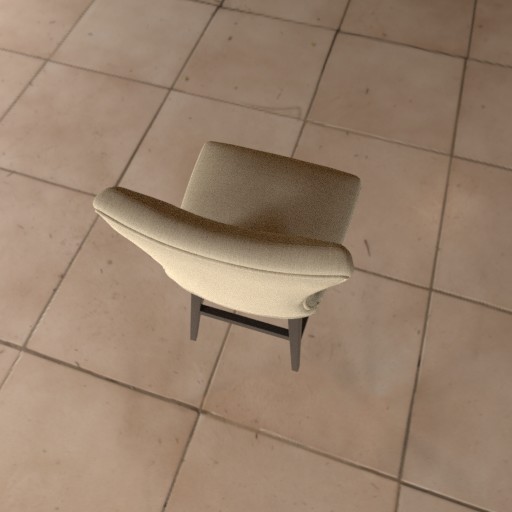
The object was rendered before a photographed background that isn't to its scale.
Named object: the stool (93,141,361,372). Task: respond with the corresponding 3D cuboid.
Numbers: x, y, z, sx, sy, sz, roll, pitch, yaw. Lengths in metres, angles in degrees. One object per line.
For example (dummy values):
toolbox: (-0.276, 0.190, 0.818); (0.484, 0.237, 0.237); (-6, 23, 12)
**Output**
stool: (0.000, 0.000, 1.385); (0.514, 1.086, 0.574); (15, 64, 8)
